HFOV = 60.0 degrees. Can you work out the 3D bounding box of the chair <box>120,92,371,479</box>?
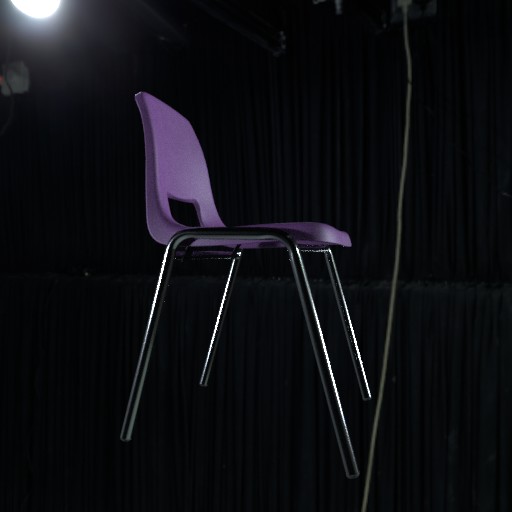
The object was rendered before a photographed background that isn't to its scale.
[{"bbox_3d":[0.000,0.000,0.889,0.432,0.654,0.381,0,0,17],"label":"chair"}]
